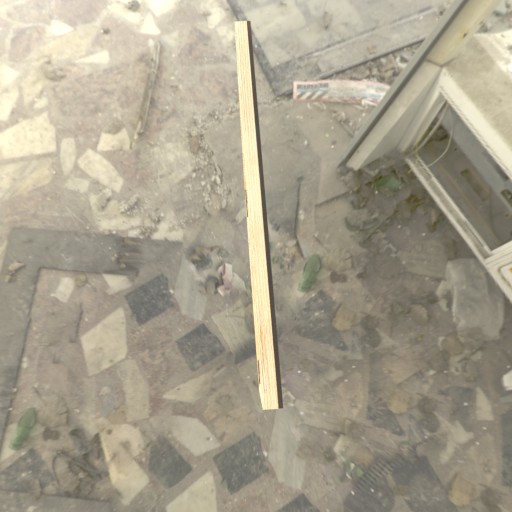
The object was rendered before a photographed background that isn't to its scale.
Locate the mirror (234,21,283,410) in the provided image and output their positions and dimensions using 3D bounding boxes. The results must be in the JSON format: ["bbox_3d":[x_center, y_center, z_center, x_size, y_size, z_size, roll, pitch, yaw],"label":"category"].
[{"bbox_3d":[0.000,0.000,1.211,0.032,0.882,0.730,-4,75,-1],"label":"mirror"}]
